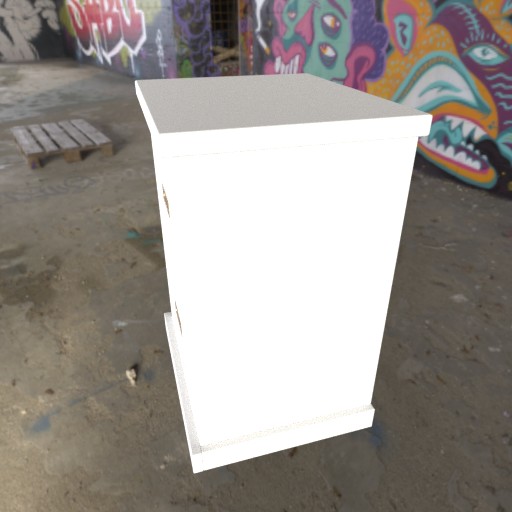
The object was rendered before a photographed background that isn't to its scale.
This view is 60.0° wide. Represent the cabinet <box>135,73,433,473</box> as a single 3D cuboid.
[{"bbox_3d":[0.000,0.000,1.039,0.431,0.723,0.520,-8,30,-14],"label":"cabinet"}]
